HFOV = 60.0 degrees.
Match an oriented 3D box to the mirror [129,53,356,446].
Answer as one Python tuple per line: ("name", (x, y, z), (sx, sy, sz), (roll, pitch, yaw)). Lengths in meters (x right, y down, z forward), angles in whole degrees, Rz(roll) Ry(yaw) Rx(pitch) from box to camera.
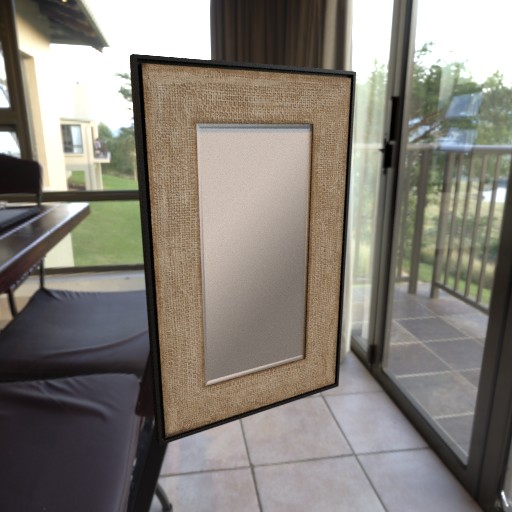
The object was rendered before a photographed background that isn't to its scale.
("mirror", (0.000, 0.000, 1.522), (0.762, 1.219, 0.038), (-8, 18, -27))
